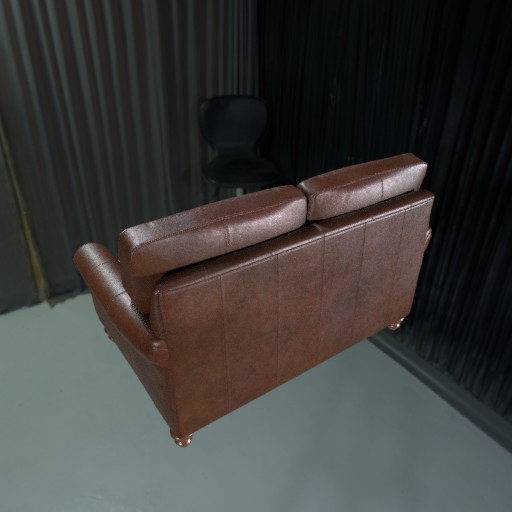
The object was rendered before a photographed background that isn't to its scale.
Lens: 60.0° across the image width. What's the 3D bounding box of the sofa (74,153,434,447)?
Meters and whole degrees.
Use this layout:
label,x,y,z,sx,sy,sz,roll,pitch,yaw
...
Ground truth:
label,x,y,z,sx,sy,sz,roll,pitch,yaw
sofa,0.000,0.000,2.257,1.616,0.976,0.990,-19,35,-30
